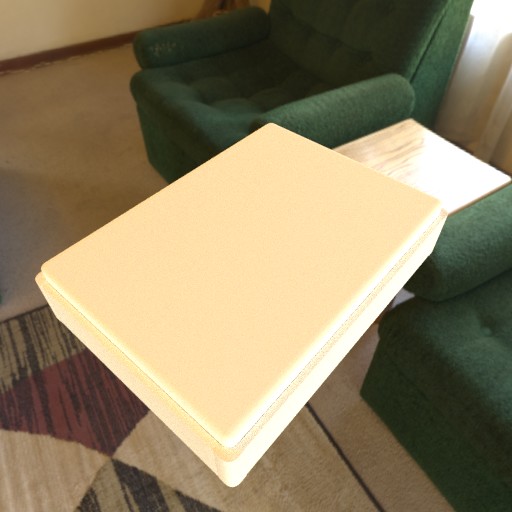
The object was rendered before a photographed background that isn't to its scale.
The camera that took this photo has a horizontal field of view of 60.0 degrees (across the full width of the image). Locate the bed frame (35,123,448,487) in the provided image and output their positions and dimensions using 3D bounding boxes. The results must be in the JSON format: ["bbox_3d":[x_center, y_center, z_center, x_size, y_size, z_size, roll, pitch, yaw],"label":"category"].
[{"bbox_3d":[0.000,0.000,2.532,1.400,0.406,1.900,33,55,26],"label":"bed frame"}]
